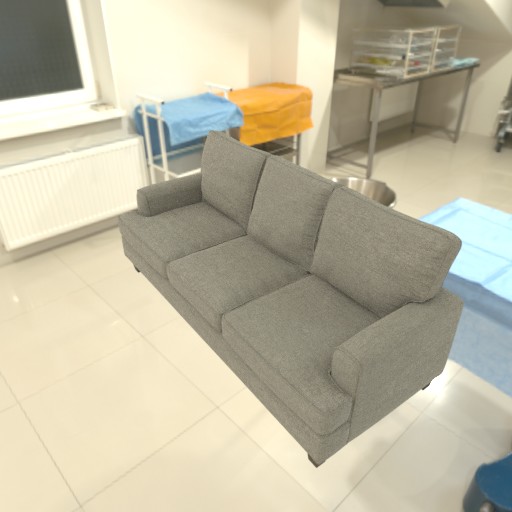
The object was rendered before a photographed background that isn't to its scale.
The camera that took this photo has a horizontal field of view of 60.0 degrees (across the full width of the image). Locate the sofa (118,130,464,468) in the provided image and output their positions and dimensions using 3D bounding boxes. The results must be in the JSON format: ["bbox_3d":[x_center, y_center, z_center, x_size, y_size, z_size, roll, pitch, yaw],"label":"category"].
[{"bbox_3d":[0.000,0.000,2.661,0.951,0.965,2.158,-21,38,-30],"label":"sofa"}]
